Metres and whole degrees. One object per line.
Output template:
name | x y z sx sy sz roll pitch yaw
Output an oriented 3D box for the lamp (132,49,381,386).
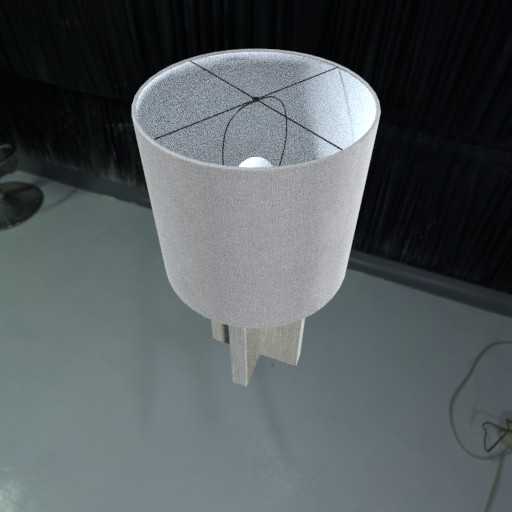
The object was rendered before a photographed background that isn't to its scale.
lamp | 0.000 0.000 0.567 0.229 0.428 0.229 15 48 14
